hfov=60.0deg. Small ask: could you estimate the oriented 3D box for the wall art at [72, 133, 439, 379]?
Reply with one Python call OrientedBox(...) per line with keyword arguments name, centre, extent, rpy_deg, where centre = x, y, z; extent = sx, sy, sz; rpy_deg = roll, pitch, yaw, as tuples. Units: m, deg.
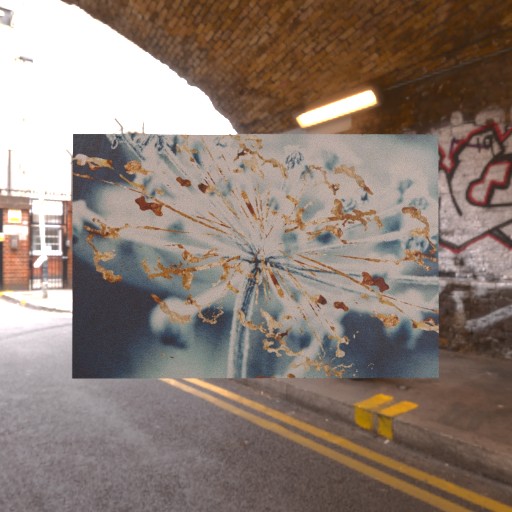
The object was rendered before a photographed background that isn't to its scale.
OrientedBox(name="wall art", centre=(0.000, 0.000, 0.753), extent=(0.607, 0.405, 0.036), rpy_deg=(0, 0, -1))
